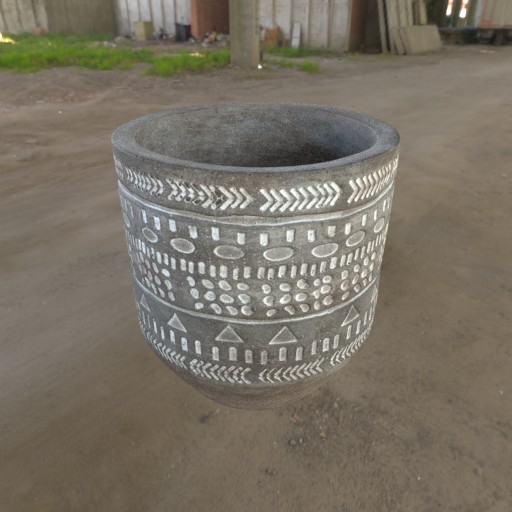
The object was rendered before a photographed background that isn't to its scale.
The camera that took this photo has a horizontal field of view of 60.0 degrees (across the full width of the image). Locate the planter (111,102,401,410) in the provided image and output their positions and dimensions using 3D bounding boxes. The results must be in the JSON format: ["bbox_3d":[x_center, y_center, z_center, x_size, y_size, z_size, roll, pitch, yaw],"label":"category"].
[{"bbox_3d":[0.000,0.000,0.222,0.122,0.128,0.122,0,29,0],"label":"planter"}]
